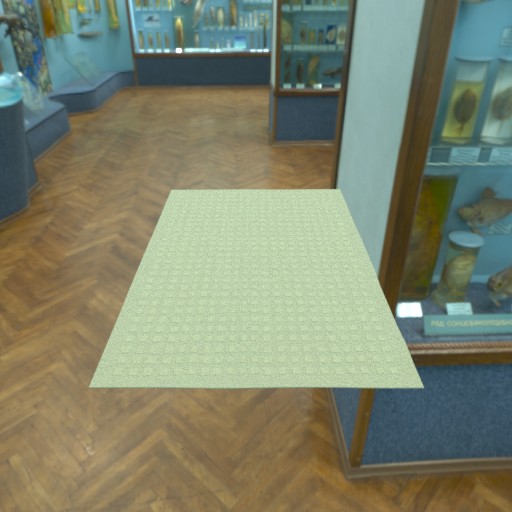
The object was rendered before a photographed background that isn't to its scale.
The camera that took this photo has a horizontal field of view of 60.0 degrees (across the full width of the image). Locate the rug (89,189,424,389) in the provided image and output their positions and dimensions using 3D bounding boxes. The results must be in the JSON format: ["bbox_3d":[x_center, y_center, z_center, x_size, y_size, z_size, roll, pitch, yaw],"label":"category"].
[{"bbox_3d":[0.000,0.000,2.252,1.143,0.006,1.747,0,31,0],"label":"rug"}]
